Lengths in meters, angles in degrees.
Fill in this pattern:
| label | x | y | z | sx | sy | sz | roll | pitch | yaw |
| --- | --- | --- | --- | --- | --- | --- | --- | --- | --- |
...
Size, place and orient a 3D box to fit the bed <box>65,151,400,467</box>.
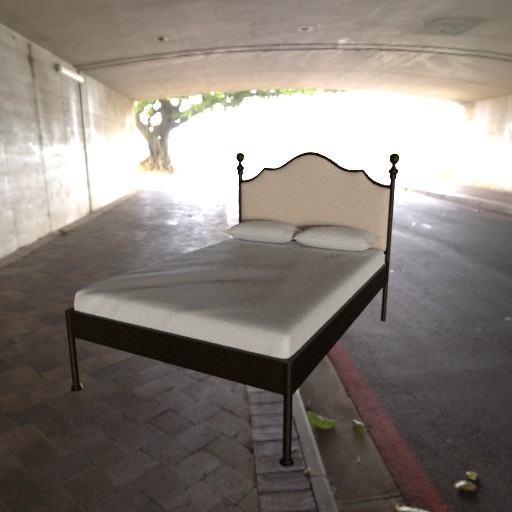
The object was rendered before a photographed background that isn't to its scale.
| label | x | y | z | sx | sy | sz | roll | pitch | yaw |
| --- | --- | --- | --- | --- | --- | --- | --- | --- | --- |
| bed | 0.000 | 0.000 | 3.199 | 1.533 | 1.462 | 2.170 | 7 | 15 | 27 |
